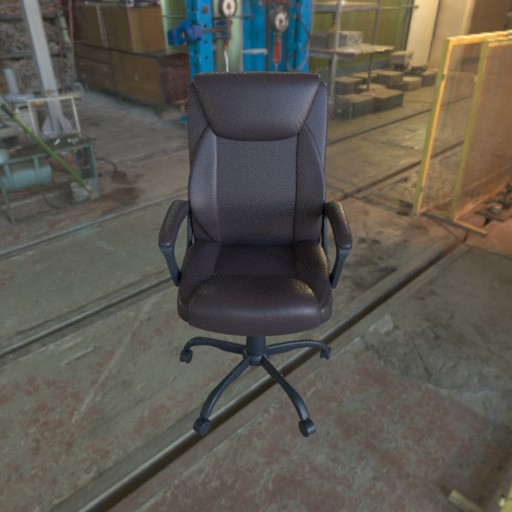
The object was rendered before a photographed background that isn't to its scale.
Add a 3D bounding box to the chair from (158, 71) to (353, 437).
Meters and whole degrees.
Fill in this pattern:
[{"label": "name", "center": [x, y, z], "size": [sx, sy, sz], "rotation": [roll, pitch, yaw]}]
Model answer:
[{"label": "chair", "center": [0.000, 0.000, 1.485], "size": [0.615, 1.072, 0.655], "rotation": [1, 32, 1]}]
